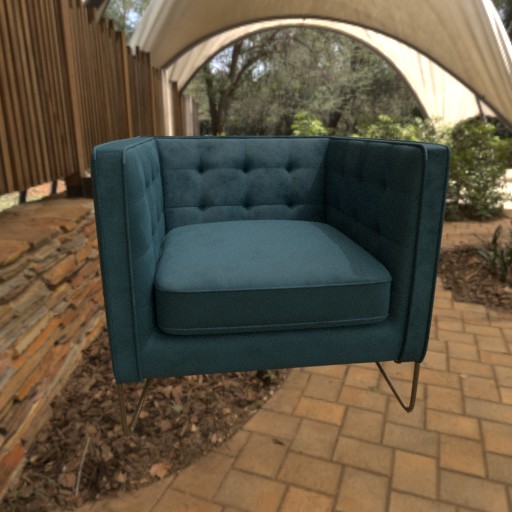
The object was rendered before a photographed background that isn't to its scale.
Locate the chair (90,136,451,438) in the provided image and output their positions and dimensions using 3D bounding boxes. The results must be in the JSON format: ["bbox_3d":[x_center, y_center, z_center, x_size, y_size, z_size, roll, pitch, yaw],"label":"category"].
[{"bbox_3d":[0.000,0.000,1.536,0.880,0.790,0.894,-2,16,-8],"label":"chair"}]
